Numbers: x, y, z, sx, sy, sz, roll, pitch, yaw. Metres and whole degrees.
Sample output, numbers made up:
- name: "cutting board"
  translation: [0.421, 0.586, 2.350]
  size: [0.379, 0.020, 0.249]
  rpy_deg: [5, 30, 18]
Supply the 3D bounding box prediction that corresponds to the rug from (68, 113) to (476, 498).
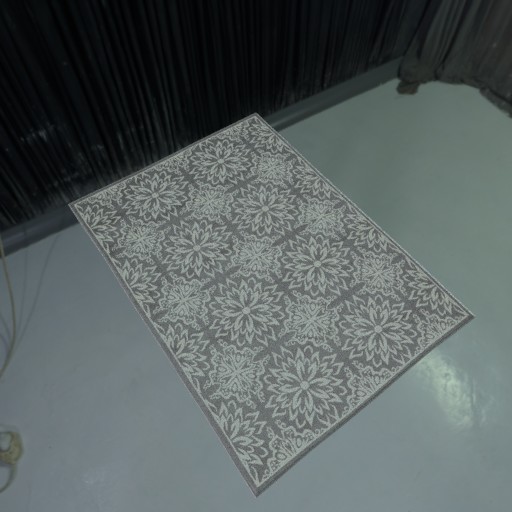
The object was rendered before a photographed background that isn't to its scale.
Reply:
- name: "rug"
  translation: [0.000, 0.000, 2.844]
  size: [1.608, 0.014, 2.213]
  rpy_deg: [-32, 63, -18]
